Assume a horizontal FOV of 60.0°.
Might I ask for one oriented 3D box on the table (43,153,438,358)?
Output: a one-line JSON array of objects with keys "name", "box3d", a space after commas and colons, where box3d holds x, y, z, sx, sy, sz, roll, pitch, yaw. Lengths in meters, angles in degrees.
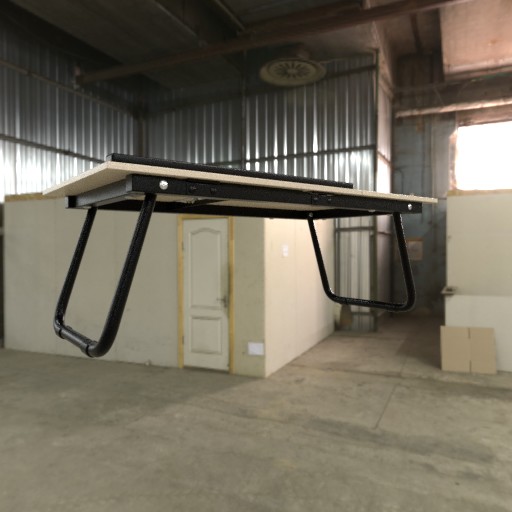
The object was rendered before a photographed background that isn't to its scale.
[{"name": "table", "box3d": [0.000, 0.000, 0.800, 0.644, 0.242, 0.322, -1, 2, -37]}]
